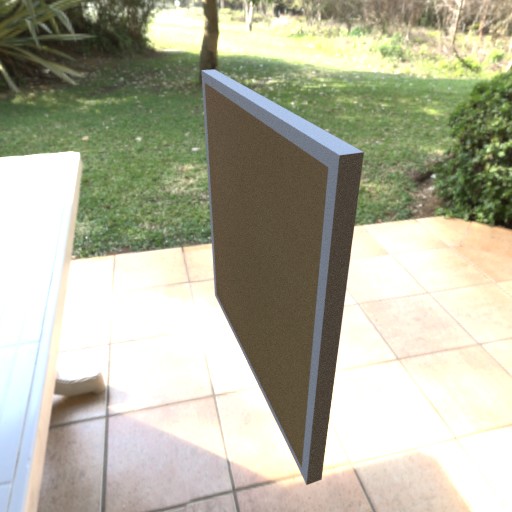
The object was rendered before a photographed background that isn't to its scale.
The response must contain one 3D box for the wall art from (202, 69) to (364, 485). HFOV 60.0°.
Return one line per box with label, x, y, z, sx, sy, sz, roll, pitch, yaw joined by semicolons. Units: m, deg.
wall art;0.000;0.000;1.109;0.038;0.761;0.763;-11;33;-17
